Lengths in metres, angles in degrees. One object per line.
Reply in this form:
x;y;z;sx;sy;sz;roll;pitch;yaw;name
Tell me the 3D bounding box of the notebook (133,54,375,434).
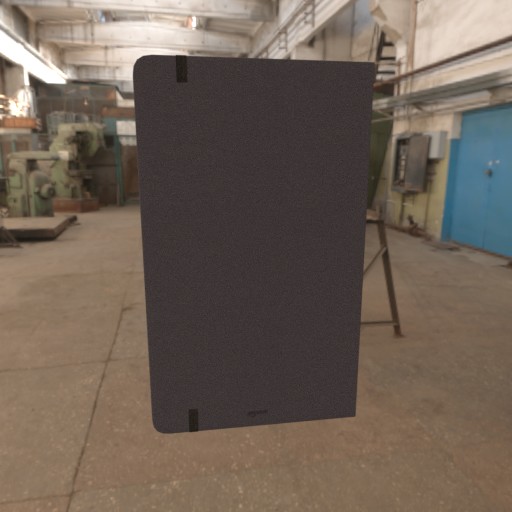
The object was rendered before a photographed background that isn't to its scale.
0.000;0.000;0.259;0.127;0.213;0.016;-2;13;-9;notebook
